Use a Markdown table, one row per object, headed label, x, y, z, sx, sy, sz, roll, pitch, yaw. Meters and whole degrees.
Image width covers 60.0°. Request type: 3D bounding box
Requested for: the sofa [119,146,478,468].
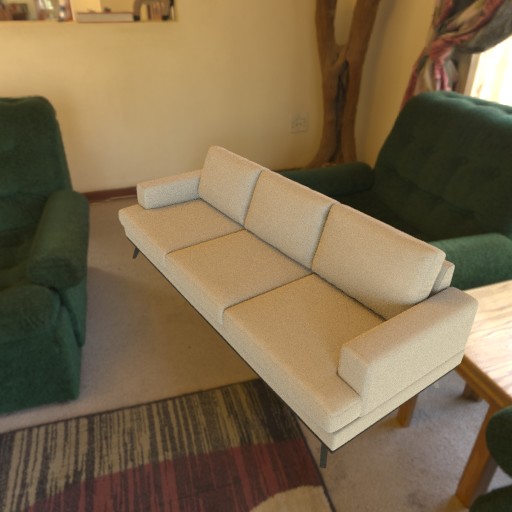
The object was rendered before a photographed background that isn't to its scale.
| label | x | y | z | sx | sy | sz | roll | pitch | yaw |
| --- | --- | --- | --- | --- | --- | --- | --- | --- | --- |
| sofa | 0.000 | 0.000 | 2.701 | 0.920 | 0.810 | 2.310 | -19 | 36 | -30 |
